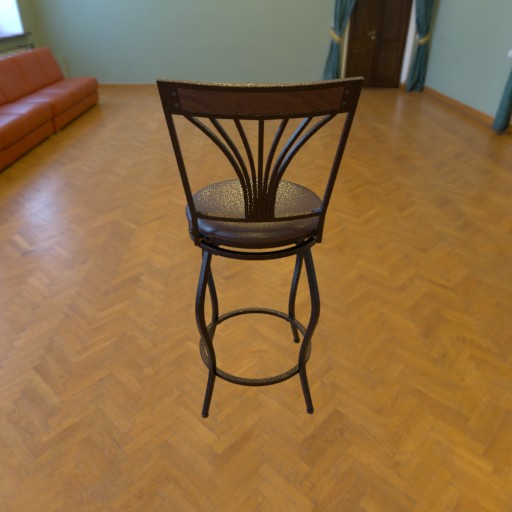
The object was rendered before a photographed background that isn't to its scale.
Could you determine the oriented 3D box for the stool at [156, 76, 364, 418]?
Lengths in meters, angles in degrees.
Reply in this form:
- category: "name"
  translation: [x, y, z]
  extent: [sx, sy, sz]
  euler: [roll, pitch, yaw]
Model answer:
- category: "stool"
  translation: [0.000, 0.000, 1.395]
  extent: [0.433, 1.117, 0.514]
  euler: [-1, 30, -2]
